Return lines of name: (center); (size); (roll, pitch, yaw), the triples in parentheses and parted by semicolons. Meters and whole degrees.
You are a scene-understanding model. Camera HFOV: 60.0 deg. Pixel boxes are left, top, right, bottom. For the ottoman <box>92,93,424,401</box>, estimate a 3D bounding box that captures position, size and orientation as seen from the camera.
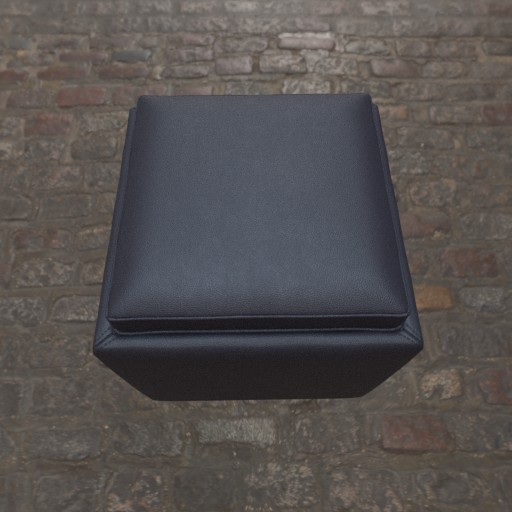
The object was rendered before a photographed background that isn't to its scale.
ottoman: (0.000, 0.000, 0.810); (0.450, 0.460, 0.451); (-1, 63, 0)
